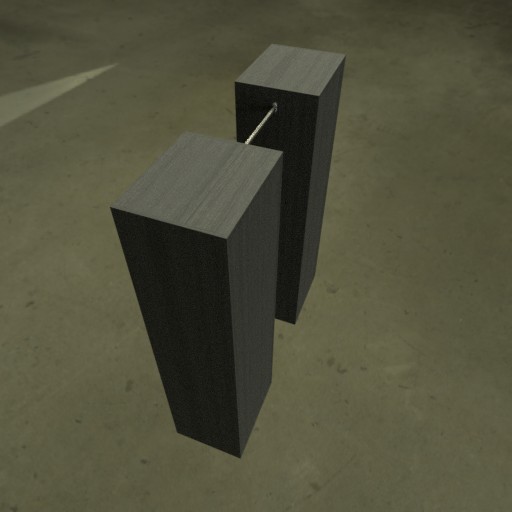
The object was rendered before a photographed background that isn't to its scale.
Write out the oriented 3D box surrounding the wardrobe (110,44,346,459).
[{"bbox_3d":[0.000,0.000,2.887,0.480,2.000,1.770,16,47,15],"label":"wardrobe"}]
